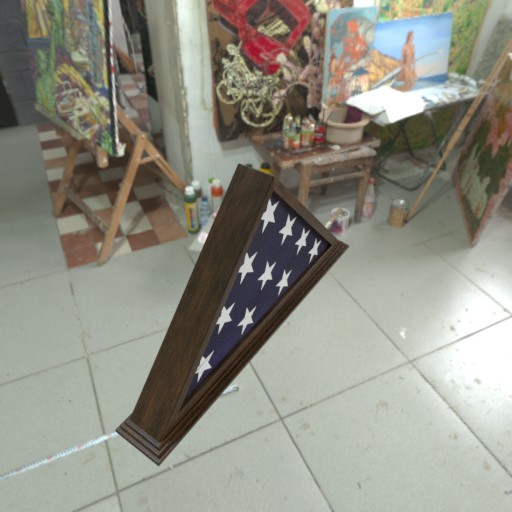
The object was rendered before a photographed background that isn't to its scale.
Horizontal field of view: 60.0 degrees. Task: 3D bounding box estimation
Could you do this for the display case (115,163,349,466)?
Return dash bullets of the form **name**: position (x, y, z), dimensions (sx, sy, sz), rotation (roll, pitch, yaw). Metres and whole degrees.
- **display case**: position (0.000, 0.000, 0.776), dimensions (0.095, 0.340, 0.640), rotation (24, 46, 26)
